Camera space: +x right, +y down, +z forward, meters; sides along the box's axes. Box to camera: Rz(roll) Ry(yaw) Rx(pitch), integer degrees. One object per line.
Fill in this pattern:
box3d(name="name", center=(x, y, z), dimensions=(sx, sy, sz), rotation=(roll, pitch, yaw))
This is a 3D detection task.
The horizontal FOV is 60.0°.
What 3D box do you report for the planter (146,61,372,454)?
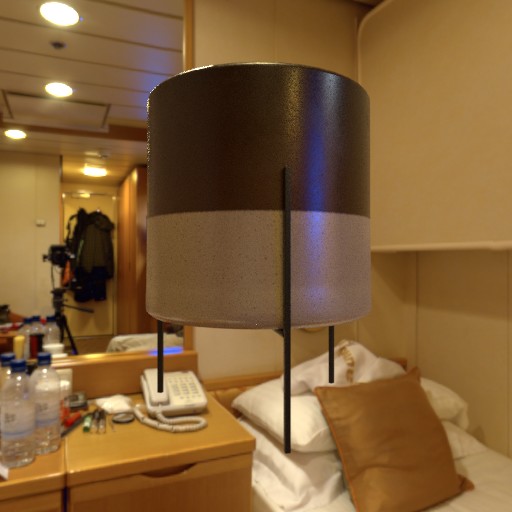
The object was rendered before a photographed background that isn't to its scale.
box3d(name="planter", center=(0.000, 0.000, 0.700), dimensions=(0.354, 0.465, 0.345), rotation=(0, 0, 19))
